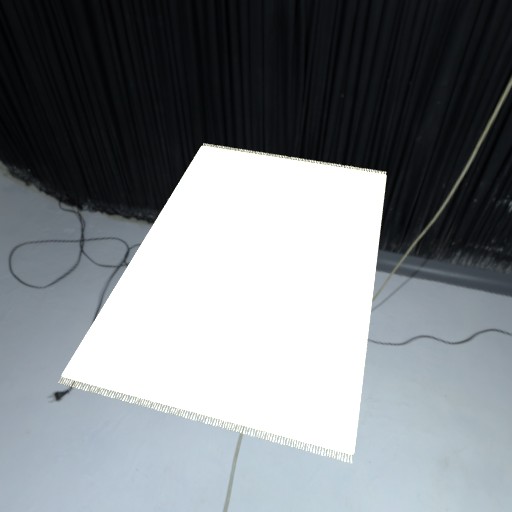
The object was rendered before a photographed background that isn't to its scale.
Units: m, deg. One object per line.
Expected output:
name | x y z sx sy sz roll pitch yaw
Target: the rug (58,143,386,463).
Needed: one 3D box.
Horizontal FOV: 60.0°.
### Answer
rug | 0.000 0.000 2.869 1.514 0.011 2.233 11 49 10
